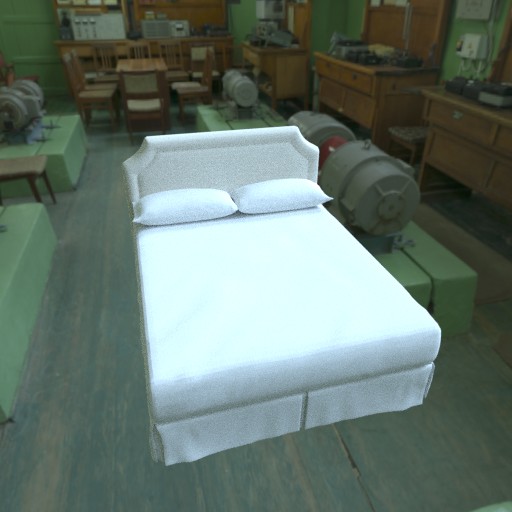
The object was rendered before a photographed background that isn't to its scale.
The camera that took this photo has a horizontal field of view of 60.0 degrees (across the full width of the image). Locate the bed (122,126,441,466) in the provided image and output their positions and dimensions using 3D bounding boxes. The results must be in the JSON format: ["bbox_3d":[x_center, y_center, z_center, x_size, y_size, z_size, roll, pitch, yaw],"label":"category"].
[{"bbox_3d":[0.000,0.000,3.825,2.134,1.524,2.548,-8,32,-13],"label":"bed"}]
